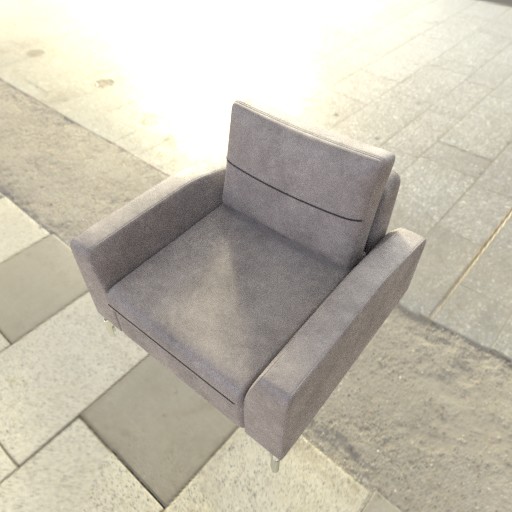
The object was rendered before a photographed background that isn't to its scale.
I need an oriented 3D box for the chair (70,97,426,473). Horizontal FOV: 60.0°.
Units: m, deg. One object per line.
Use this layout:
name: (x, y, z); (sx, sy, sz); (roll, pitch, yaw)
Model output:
chair: (0.000, 0.000, 1.579); (0.900, 0.800, 0.900); (30, 54, 26)
